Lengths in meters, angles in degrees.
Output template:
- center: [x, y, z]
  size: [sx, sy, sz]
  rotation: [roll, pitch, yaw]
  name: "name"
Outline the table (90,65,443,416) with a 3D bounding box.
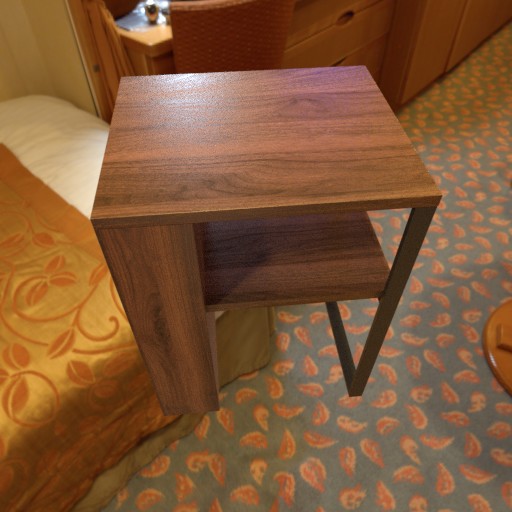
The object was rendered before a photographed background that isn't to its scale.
- center: [0.000, 0.000, 1.585]
  size: [0.786, 1.041, 0.660]
  rotation: [-4, 48, -4]
  name: "table"
